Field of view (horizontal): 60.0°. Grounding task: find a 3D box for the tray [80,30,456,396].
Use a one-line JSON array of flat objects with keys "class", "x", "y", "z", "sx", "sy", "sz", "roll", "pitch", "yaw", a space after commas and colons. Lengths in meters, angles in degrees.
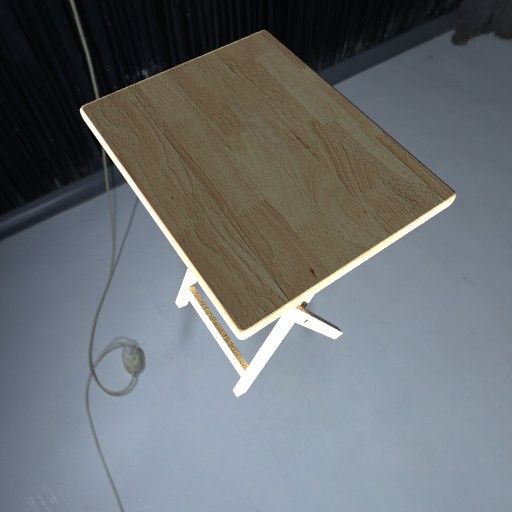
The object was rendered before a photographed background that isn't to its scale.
[{"class": "tray", "x": 0.000, "y": 0.000, "z": 0.968, "sx": 0.381, "sy": 0.660, "sz": 0.483, "roll": -31, "pitch": 64, "yaw": -17}]
